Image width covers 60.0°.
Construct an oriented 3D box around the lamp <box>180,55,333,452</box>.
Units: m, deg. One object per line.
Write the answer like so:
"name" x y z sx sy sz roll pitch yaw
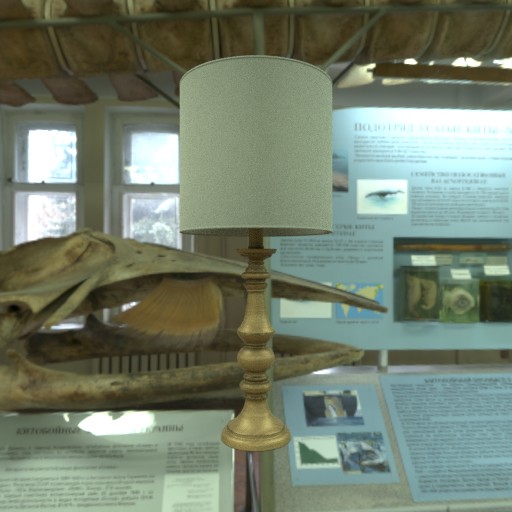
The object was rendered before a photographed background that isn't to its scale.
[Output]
"lamp" 0.000 0.000 0.735 0.250 0.597 0.250 0 0 -35
